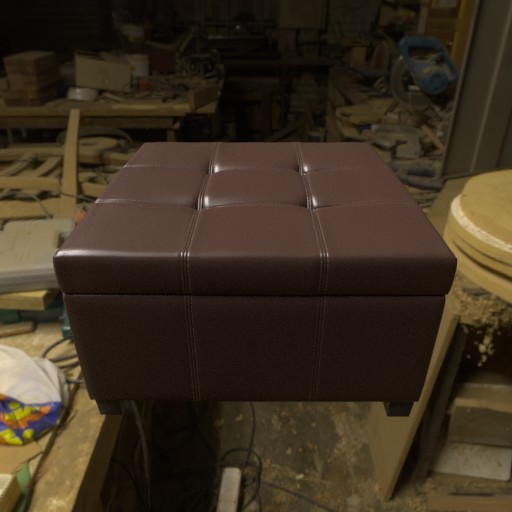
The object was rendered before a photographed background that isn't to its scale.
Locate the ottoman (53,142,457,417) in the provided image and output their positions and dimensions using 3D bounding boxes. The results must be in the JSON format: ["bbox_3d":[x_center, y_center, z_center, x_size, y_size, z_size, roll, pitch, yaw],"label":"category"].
[{"bbox_3d":[0.000,0.000,1.277,0.788,0.460,0.787,0,30,0],"label":"ottoman"}]
